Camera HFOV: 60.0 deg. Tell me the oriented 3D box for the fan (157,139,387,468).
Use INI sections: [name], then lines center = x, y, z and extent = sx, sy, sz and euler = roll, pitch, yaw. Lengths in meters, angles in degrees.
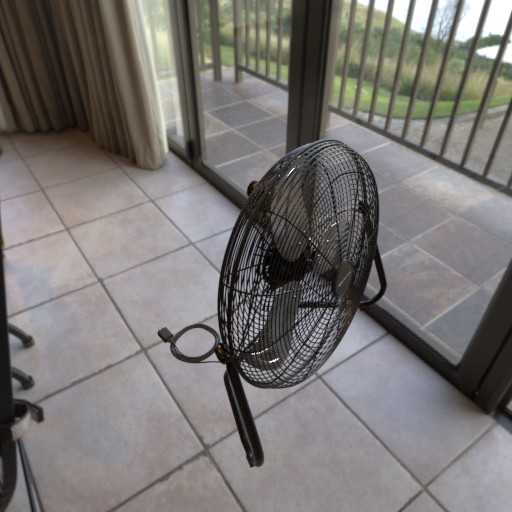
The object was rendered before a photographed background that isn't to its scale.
[fan]
center = 0.000, 0.000, 0.929
extent = 0.424, 0.546, 0.555
euler = 26, 47, 27
